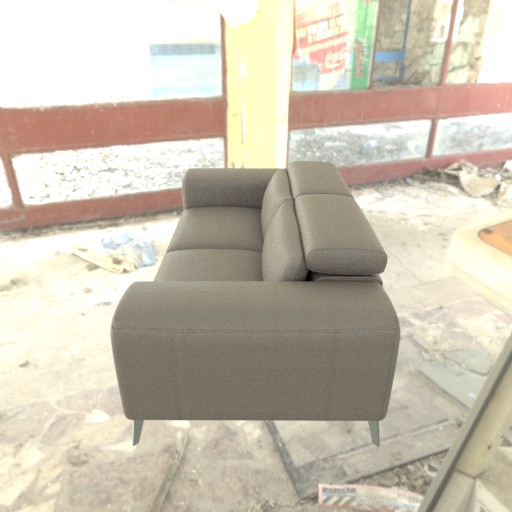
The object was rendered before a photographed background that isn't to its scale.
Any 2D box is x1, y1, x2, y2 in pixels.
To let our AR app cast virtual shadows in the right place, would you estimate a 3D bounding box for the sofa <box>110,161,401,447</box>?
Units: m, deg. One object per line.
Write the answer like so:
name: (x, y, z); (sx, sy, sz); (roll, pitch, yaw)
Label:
sofa: (0.000, 0.000, 2.431); (1.024, 0.753, 1.930); (0, 27, 0)
